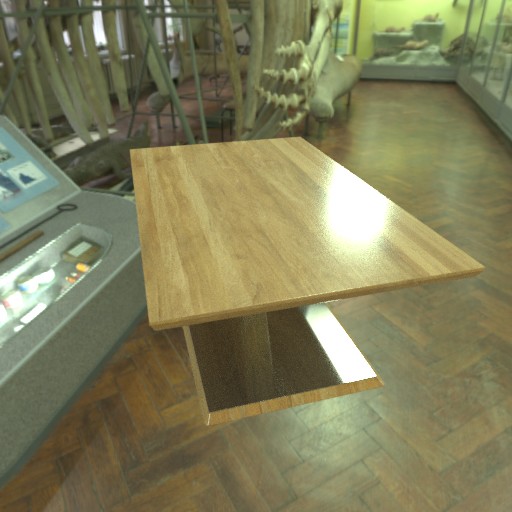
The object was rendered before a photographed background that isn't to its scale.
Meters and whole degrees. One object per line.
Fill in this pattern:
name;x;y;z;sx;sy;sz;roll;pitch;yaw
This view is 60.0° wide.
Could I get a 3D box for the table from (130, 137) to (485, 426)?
table;0.000;0.000;1.417;0.692;0.441;1.100;-8;30;-14
